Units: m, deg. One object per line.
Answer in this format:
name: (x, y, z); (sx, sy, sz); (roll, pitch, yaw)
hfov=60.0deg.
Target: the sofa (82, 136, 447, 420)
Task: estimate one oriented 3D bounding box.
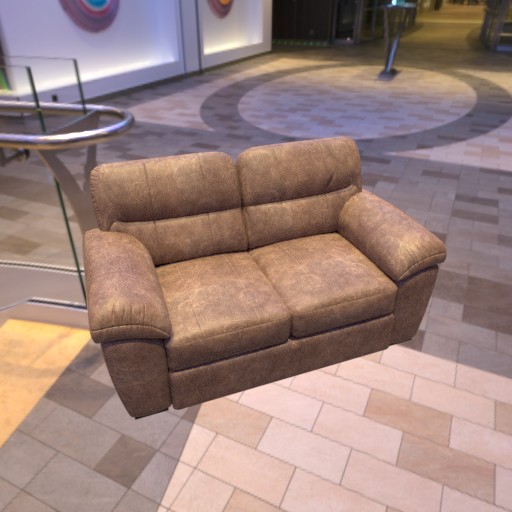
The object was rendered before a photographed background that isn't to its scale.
sofa: (0.000, 0.000, 2.425); (1.753, 0.991, 0.991); (-11, 33, -18)
